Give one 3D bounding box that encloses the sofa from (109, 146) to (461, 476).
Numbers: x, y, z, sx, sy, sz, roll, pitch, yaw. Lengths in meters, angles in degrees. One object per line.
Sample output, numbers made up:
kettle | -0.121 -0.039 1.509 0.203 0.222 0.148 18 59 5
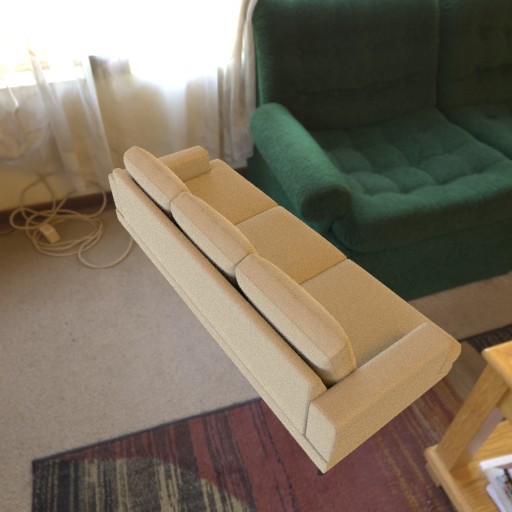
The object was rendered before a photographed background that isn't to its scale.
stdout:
sofa | 0.000 0.000 2.699 0.920 0.810 2.310 -26 48 -26
